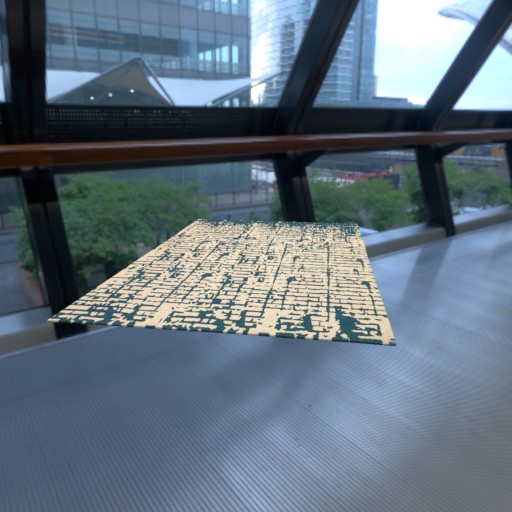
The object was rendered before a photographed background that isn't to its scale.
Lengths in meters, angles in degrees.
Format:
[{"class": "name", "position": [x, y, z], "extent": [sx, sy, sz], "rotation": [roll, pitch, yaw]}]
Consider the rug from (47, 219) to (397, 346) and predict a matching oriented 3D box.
[{"class": "rug", "position": [0.000, 0.000, 3.033], "extent": [1.517, 0.011, 2.435], "rotation": [2, 16, 9]}]
